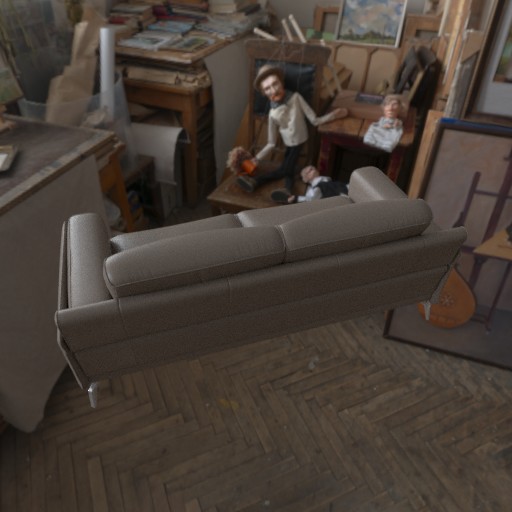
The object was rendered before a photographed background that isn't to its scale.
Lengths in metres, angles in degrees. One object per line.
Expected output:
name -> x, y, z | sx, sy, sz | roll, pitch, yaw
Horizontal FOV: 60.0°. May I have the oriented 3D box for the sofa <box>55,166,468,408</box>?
sofa -> 0.000, 0.000, 2.542 | 2.101, 0.930, 1.049 | -11, 41, -13
